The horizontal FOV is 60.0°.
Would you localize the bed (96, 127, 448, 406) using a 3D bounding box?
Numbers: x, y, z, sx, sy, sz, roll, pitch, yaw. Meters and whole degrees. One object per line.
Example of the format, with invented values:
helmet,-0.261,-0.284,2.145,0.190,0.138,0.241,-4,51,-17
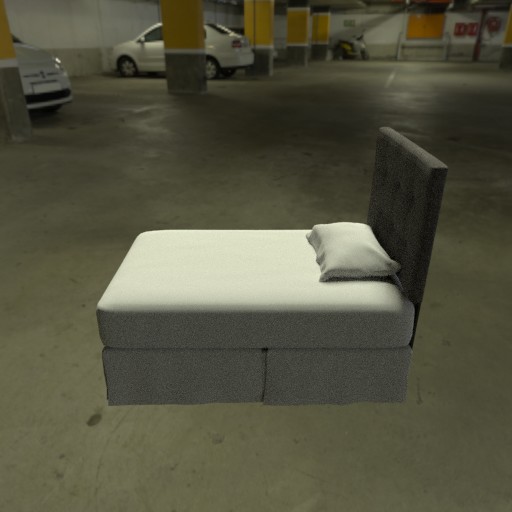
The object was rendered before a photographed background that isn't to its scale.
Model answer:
bed,0.000,0.000,3.097,1.997,1.571,1.261,0,26,0
